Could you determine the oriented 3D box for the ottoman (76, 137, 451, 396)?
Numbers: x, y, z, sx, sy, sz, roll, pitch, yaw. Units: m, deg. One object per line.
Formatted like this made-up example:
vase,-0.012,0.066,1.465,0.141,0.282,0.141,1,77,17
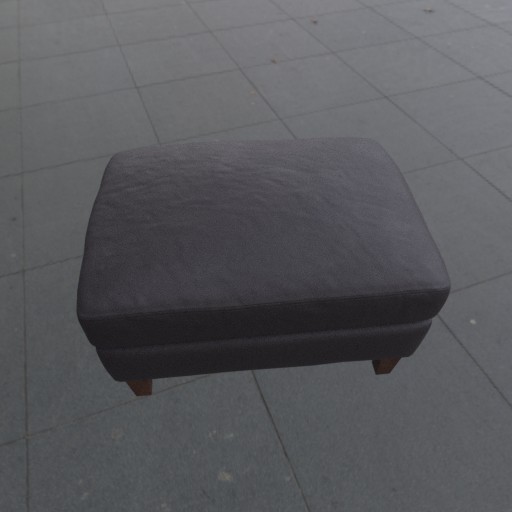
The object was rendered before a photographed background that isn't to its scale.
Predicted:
ottoman,0.000,0.000,1.325,0.887,0.529,0.659,-4,47,-4
